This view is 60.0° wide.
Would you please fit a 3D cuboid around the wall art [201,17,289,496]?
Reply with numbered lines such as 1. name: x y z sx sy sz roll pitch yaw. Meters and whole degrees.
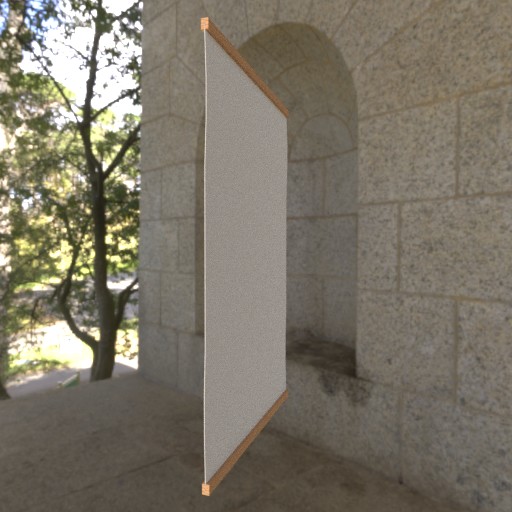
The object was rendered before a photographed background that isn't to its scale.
1. wall art: 0.000 0.000 1.891 0.025 1.521 1.011 0 1 19
